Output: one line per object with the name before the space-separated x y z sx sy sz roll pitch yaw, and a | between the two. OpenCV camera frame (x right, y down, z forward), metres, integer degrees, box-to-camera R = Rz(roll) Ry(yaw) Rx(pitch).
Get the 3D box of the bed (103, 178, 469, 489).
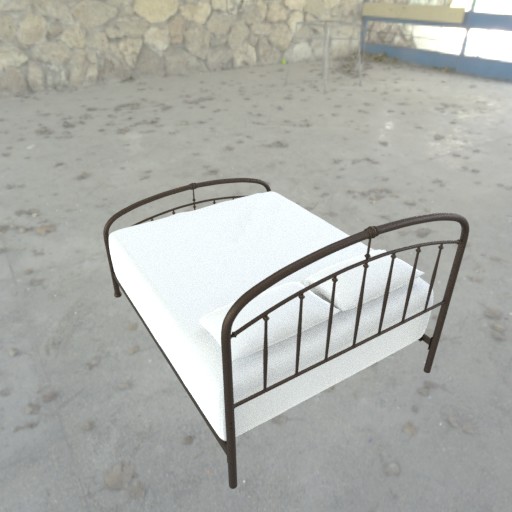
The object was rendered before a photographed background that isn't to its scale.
bed | 0.000 0.000 3.291 1.711 1.425 2.180 -18 36 -27
